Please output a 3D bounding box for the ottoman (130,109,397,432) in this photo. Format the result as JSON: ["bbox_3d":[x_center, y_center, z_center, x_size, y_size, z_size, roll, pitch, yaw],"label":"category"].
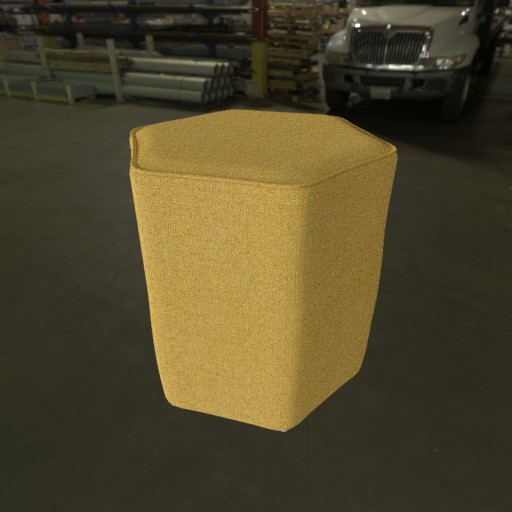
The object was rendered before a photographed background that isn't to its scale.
[{"bbox_3d":[0.000,0.000,0.905,0.494,0.502,0.443,8,31,14],"label":"ottoman"}]
